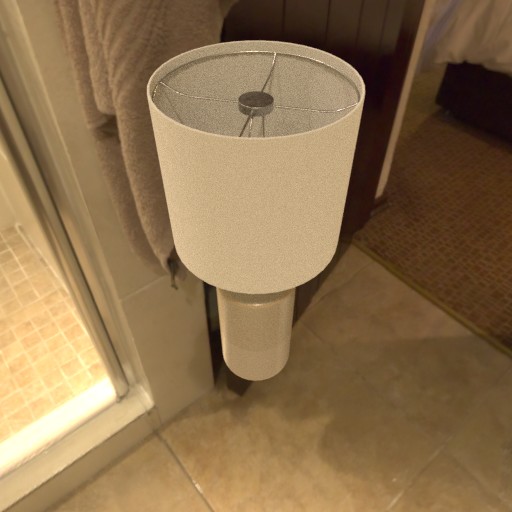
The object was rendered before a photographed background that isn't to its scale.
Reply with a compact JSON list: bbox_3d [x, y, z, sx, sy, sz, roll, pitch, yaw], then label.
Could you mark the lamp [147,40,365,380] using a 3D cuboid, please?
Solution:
[{"bbox_3d":[0.000,0.000,0.612,0.212,0.493,0.212,10,47,9],"label":"lamp"}]
